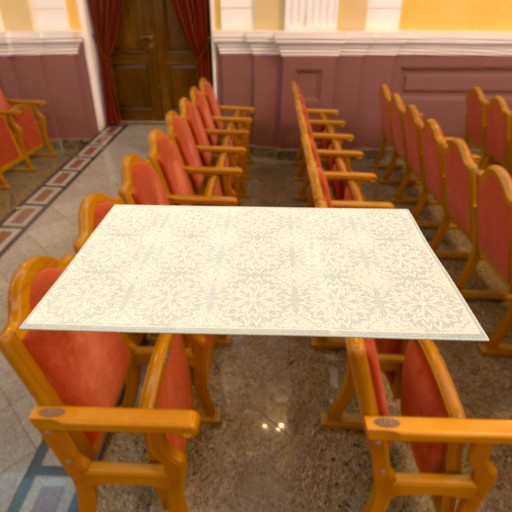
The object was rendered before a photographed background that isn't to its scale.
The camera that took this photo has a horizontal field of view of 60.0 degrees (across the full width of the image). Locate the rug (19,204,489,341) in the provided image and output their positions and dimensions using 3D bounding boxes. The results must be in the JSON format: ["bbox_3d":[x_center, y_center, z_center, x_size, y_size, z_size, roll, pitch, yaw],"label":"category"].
[{"bbox_3d":[0.000,0.000,2.253,1.840,0.012,1.219,1,30,2],"label":"rug"}]
